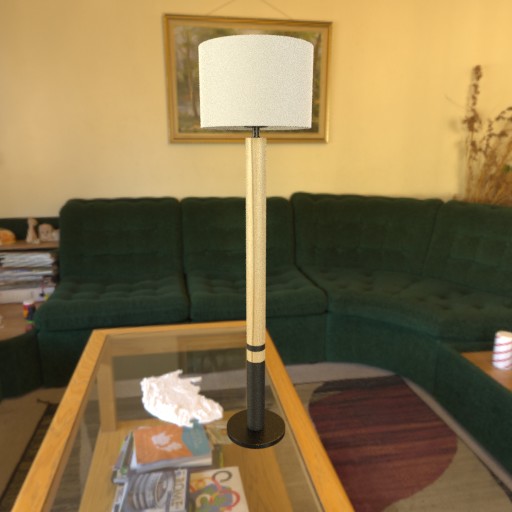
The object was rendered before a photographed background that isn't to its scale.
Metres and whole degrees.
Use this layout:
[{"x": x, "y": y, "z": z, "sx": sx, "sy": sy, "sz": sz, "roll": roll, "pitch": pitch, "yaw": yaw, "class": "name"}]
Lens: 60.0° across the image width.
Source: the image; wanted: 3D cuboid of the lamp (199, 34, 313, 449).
[{"x": 0.000, "y": 0.000, "z": 1.653, "sx": 0.381, "sy": 1.478, "sz": 0.381, "roll": -7, "pitch": 16, "yaw": -26, "class": "lamp"}]
